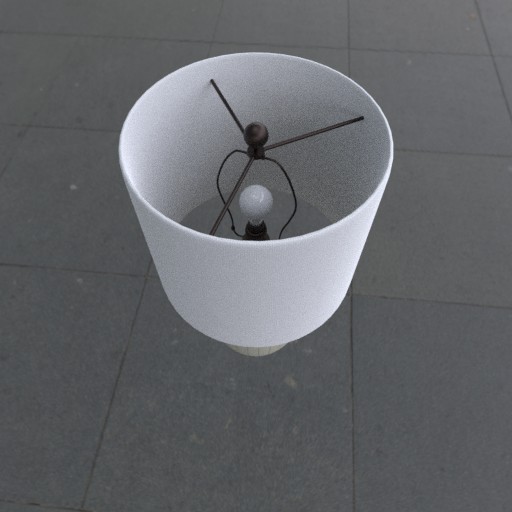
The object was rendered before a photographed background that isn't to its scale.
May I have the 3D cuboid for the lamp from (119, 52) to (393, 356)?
[{"bbox_3d":[0.000,0.000,0.763,0.329,0.570,0.329,18,59,11],"label":"lamp"}]
